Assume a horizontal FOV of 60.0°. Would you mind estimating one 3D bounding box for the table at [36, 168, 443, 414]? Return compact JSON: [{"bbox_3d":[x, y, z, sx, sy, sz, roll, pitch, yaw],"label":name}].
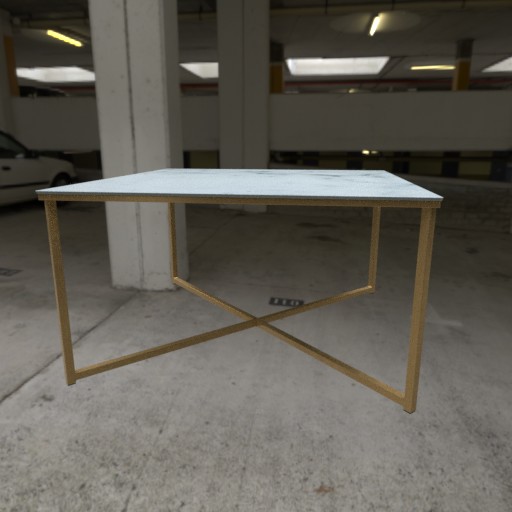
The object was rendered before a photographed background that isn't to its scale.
[{"bbox_3d":[0.000,0.000,1.294,0.800,0.450,0.800,2,15,8],"label":"table"}]
